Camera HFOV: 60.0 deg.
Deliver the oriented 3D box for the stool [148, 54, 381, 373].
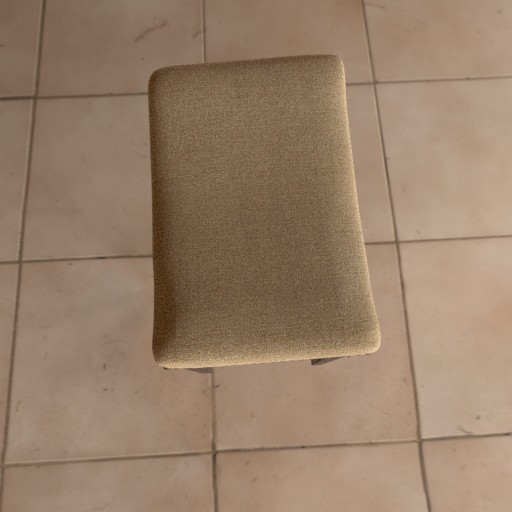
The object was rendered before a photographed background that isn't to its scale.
[{"bbox_3d":[0.000,0.000,1.033,0.363,0.768,0.509,-4,75,-1],"label":"stool"}]
